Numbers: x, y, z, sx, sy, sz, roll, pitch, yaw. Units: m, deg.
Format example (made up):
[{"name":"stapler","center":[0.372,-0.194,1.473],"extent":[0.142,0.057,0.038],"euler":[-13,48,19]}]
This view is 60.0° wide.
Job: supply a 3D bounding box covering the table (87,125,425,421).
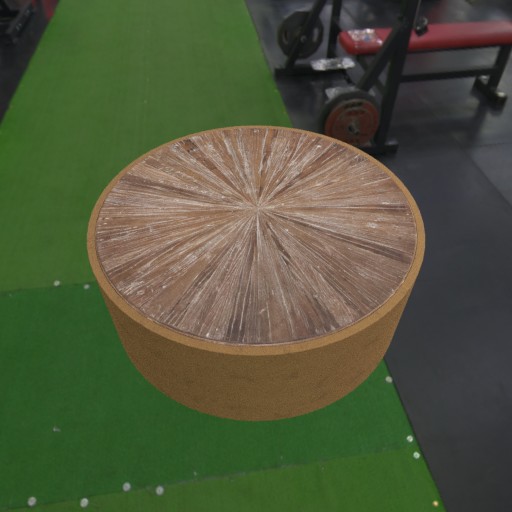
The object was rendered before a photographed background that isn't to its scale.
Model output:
[{"name":"table","center":[0.000,0.000,1.499],"extent":[1.001,0.409,1.001],"euler":[0,47,0]}]
